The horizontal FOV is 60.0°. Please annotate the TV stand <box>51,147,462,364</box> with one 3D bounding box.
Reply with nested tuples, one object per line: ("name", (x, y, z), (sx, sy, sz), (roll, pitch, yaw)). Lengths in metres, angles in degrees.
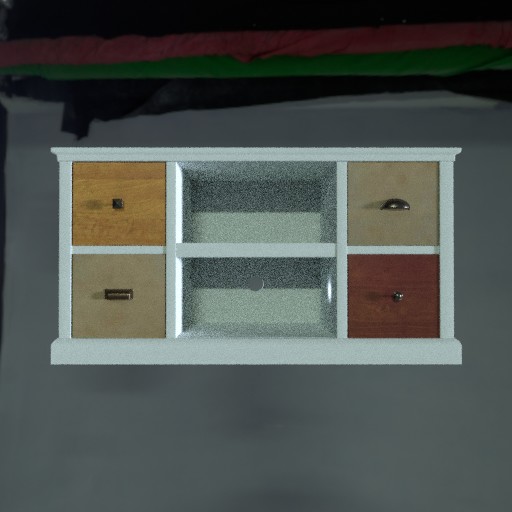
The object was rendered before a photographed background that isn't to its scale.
("TV stand", (0.000, 0.000, 1.476), (1.187, 0.624, 0.424), (0, -1, 0))
